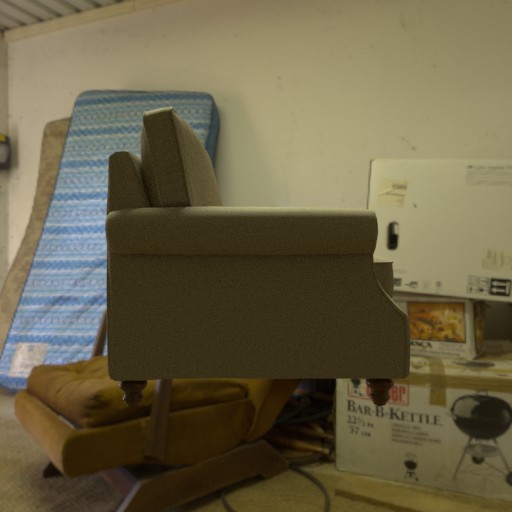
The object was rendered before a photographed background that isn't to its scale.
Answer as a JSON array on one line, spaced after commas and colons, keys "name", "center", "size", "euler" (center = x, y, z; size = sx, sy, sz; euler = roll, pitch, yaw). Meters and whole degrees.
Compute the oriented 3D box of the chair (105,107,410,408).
[{"name": "chair", "center": [0.000, 0.000, 1.796], "size": [0.966, 0.967, 1.029], "euler": [0, 1, -1]}]
